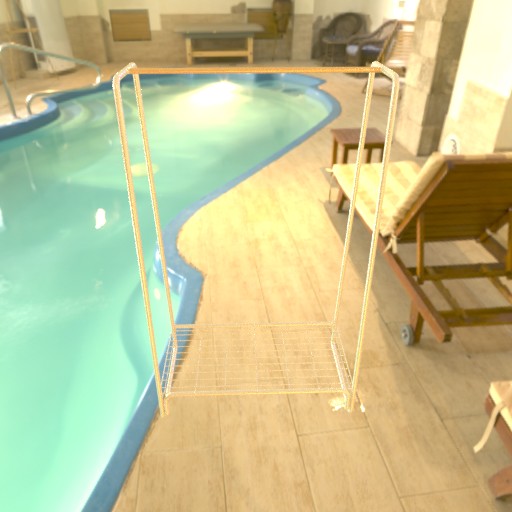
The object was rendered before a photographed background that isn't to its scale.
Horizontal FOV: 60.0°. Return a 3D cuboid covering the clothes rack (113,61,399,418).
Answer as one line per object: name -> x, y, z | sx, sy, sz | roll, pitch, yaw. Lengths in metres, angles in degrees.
clothes rack -> 0.000, 0.000, 1.892 | 0.900, 1.500, 0.495 | -1, 32, -2
